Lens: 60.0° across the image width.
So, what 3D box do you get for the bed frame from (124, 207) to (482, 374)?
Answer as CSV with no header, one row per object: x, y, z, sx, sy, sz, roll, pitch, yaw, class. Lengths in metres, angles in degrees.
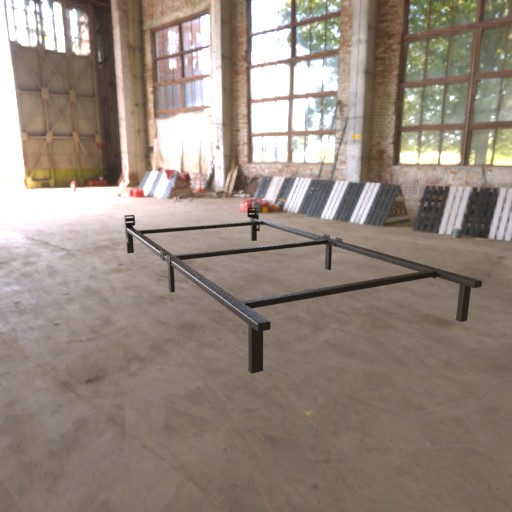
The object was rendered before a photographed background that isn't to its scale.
0.000,0.000,2.299,0.968,0.248,1.897,-7,15,-26,bed frame
